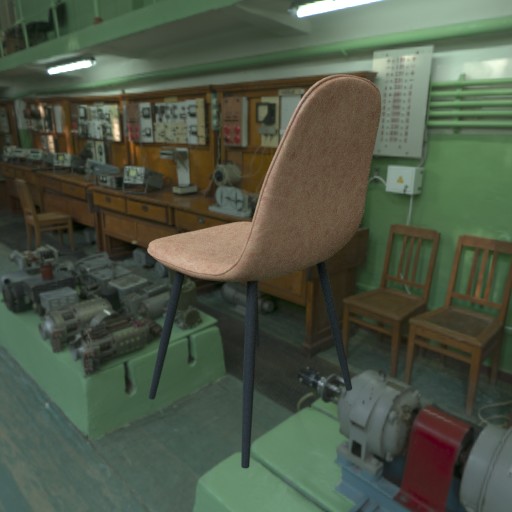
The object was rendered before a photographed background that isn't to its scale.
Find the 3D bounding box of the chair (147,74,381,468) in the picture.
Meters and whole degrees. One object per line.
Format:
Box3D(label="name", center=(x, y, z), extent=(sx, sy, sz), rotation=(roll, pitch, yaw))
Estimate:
Box3D(label="chair", center=(0.000, 0.000, 1.220), extent=(0.561, 0.889, 0.472), rotation=(16, 23, 42))
